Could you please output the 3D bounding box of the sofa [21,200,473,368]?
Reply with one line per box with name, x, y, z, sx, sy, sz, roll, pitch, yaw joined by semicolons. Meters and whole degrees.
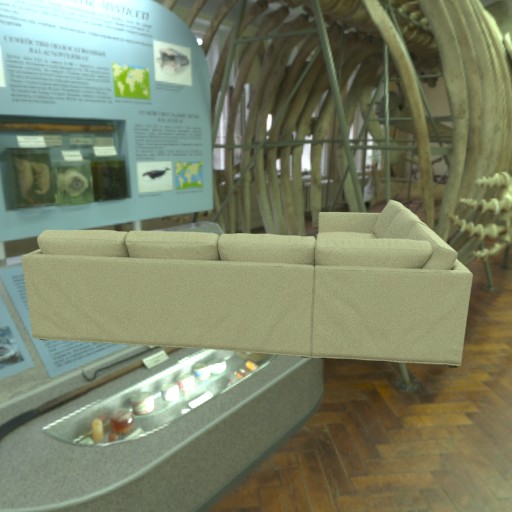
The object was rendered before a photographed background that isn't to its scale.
sofa;0.000;0.000;4.268;3.182;0.871;2.432;2;15;8
